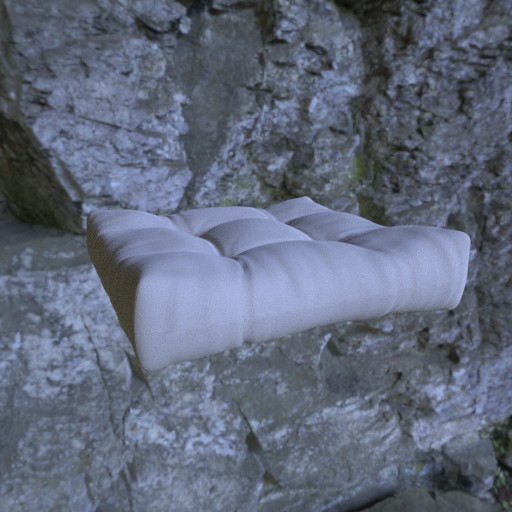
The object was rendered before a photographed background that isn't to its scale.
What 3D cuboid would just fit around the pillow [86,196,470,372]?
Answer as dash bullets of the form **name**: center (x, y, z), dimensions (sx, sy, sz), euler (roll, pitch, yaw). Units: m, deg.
- **pillow**: center (0.000, 0.000, 0.734), dimensions (0.490, 0.128, 0.468), euler (-7, 17, -25)
